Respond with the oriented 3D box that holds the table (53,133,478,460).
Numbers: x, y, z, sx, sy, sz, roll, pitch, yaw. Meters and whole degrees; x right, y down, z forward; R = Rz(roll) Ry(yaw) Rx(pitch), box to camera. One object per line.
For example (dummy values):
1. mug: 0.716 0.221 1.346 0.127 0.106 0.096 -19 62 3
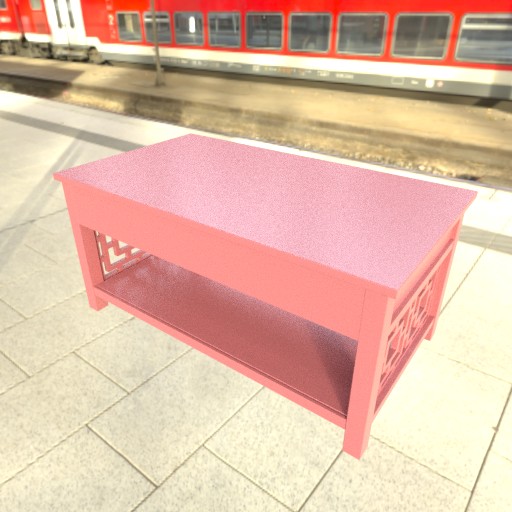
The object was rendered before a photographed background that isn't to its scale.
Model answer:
1. table: 0.000 0.000 1.394 1.068 0.493 0.612 20 35 31
